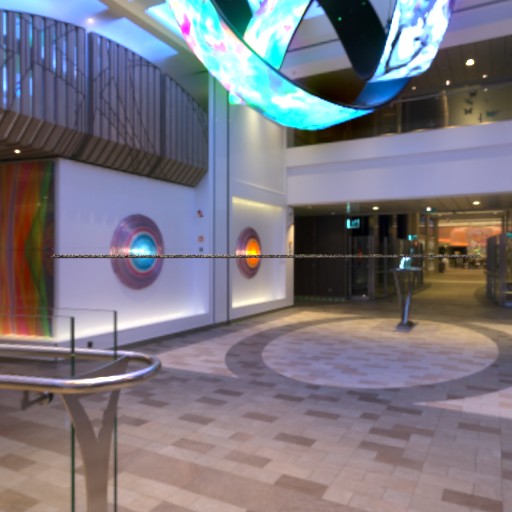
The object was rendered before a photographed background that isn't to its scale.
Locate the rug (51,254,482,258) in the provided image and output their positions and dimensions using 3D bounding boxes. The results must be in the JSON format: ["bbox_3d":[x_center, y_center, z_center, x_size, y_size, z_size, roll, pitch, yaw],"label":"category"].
[{"bbox_3d":[0.000,0.000,3.095,2.443,0.021,1.538,0,0,-18],"label":"rug"}]
